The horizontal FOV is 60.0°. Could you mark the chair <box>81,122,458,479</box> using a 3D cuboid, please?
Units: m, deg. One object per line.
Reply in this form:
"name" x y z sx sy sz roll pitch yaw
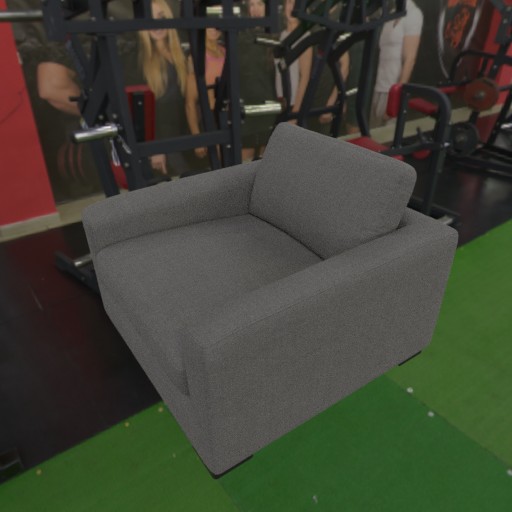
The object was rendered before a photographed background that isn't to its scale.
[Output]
"chair" 0.000 0.000 1.821 1.100 0.847 1.070 -19 36 -29
